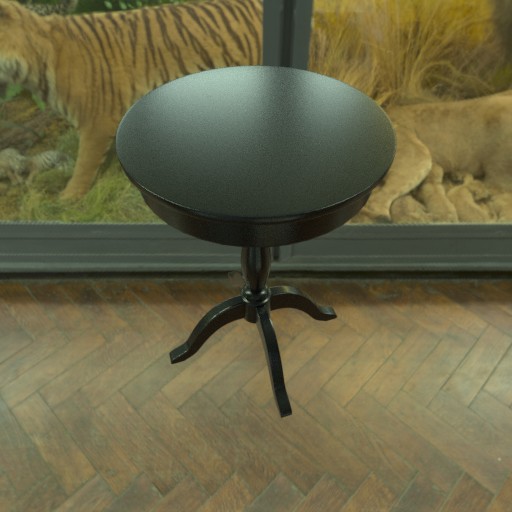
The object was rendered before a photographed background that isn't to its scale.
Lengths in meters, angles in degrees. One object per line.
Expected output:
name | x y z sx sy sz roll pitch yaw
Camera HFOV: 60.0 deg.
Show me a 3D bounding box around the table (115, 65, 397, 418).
table | 0.000 0.000 1.009 0.481 0.665 0.481 0 47 0
